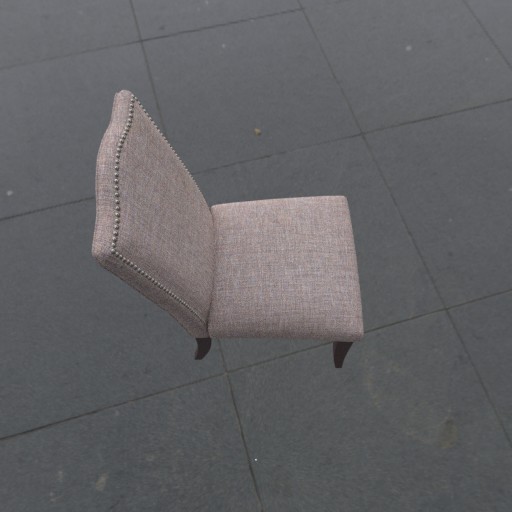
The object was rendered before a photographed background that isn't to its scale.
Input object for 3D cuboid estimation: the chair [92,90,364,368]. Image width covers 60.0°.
[{"bbox_3d":[0.000,0.000,1.376,0.660,1.016,0.513,-1,65,0],"label":"chair"}]
